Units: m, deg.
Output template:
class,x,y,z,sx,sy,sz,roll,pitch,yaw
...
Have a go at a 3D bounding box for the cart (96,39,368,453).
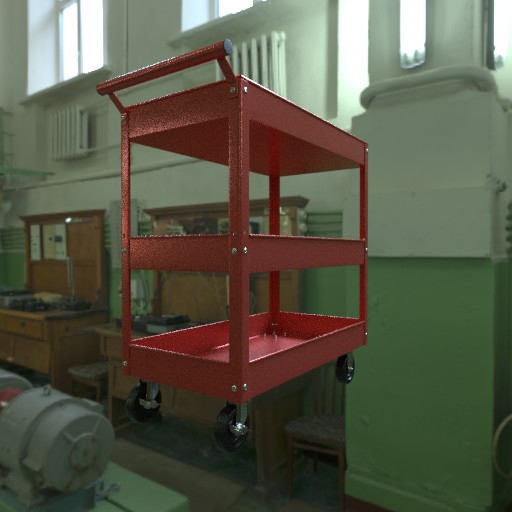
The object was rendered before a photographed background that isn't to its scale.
class,x,y,z,sx,sy,sz,roll,pitch,yaw
cart,0.000,0.000,1.181,0.366,0.780,0.719,1,1,35
